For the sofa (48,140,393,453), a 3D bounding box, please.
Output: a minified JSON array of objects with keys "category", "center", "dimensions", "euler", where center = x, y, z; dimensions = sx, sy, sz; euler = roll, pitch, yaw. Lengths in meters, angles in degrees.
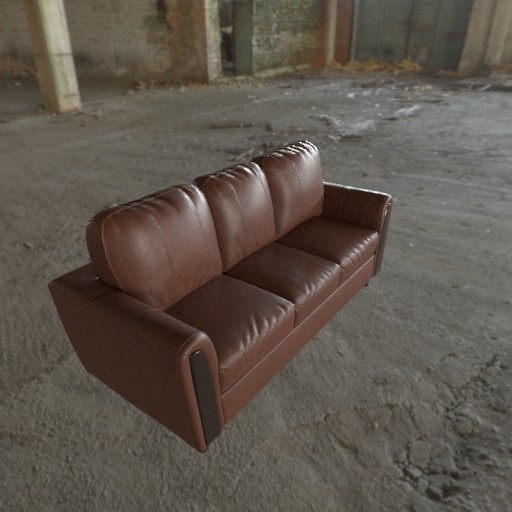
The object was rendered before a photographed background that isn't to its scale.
[{"category":"sofa","center":[0.000,0.000,2.345],"dimensions":[0.802,0.915,1.862],"euler":[19,33,32]}]
